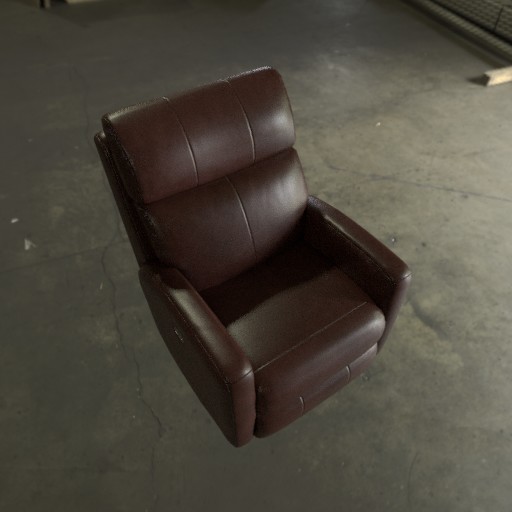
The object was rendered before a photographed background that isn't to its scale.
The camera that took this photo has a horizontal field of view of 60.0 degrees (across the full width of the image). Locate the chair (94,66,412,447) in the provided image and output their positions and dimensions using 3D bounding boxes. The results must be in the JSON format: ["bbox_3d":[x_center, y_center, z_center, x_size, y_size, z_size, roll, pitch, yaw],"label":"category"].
[{"bbox_3d":[0.000,0.000,1.668,0.787,1.016,0.939,-26,52,-23],"label":"chair"}]
